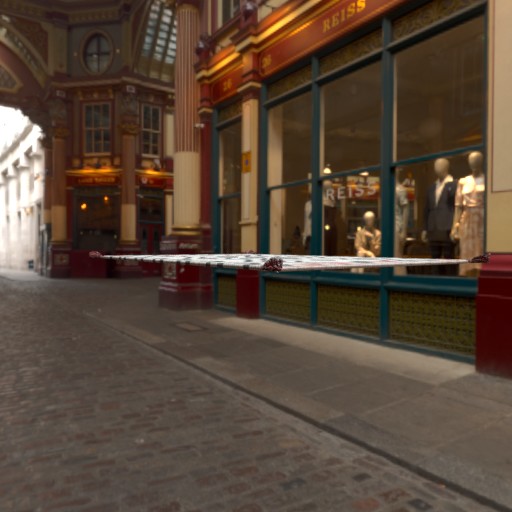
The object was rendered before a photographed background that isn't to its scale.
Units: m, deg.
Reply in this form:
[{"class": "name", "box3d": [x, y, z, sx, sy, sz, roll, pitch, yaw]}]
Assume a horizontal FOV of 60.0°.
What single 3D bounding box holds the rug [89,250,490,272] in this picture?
[{"class": "rug", "box3d": [0.000, 0.000, 3.306, 1.741, 0.066, 2.672, -1, 2, -36]}]
